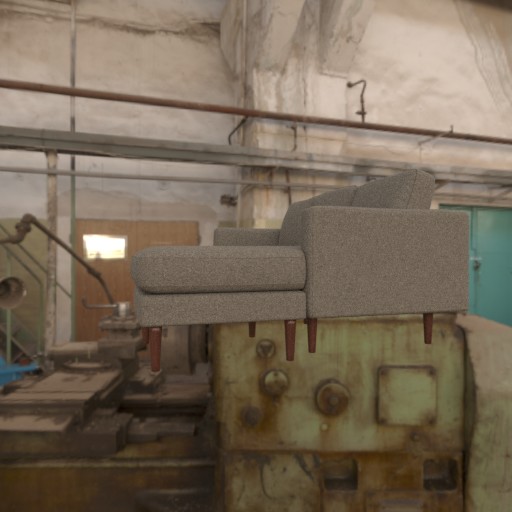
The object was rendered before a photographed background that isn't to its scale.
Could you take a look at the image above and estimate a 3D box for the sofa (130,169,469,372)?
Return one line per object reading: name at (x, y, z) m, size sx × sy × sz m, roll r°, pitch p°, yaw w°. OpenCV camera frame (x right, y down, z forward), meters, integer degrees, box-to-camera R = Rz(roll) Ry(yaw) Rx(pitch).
sofa at (0.000, 0.000, 2.997) m, size 1.667 × 0.957 × 2.055 m, roll 0°, pitch 1°, yaw -18°
